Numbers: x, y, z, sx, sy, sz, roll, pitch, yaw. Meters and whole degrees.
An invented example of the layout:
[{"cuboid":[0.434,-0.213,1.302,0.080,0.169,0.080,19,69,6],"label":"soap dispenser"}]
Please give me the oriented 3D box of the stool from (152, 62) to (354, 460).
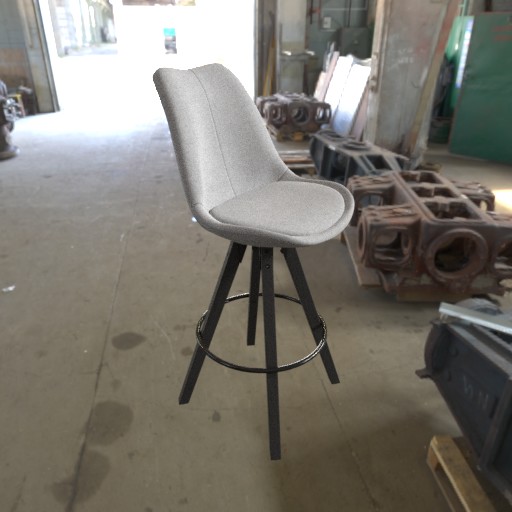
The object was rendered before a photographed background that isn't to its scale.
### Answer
[{"cuboid":[0.000,0.000,1.425,0.550,1.115,0.485,18,32,31],"label":"stool"}]
